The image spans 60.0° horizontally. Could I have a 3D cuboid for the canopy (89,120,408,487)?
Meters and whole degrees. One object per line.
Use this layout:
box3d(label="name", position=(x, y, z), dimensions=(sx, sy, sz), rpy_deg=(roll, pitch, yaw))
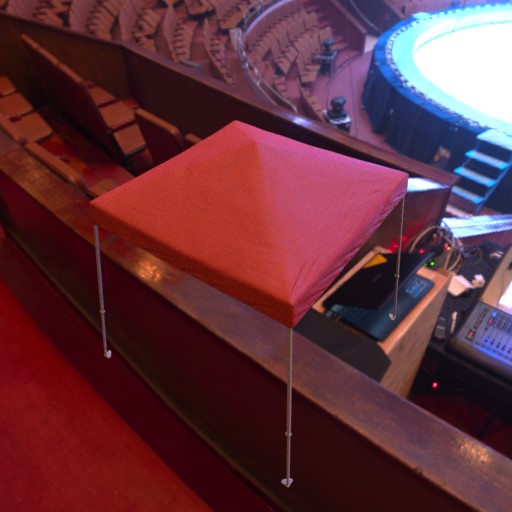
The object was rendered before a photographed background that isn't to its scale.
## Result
box3d(label="canopy", position=(0.000, 0.000, 6.470), dimensions=(3.599, 3.600, 3.600), rpy_deg=(25, 47, 26))
